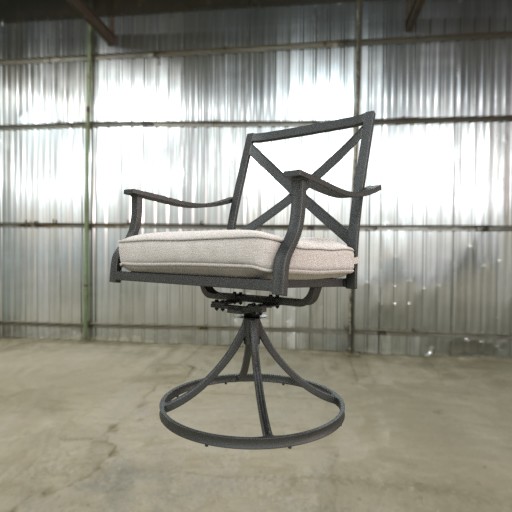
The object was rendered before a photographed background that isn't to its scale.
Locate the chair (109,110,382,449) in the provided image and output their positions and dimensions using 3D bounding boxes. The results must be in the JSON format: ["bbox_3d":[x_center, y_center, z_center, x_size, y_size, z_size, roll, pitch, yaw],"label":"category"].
[{"bbox_3d":[0.000,0.000,1.285,0.575,0.889,0.620,1,2,36],"label":"chair"}]
